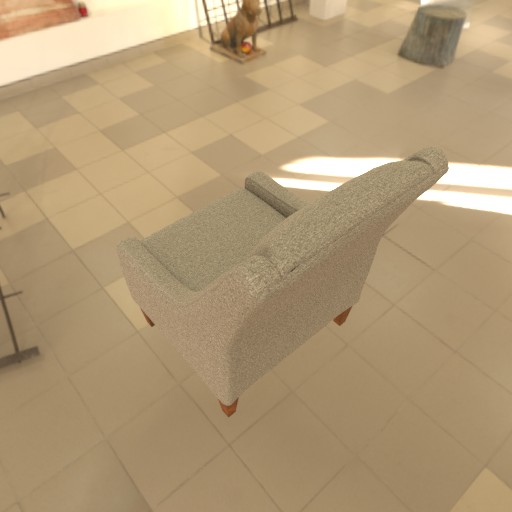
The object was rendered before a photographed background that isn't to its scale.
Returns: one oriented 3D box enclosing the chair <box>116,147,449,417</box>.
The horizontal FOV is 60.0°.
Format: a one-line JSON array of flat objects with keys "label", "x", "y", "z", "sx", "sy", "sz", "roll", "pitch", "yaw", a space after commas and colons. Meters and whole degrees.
[{"label": "chair", "x": 0.000, "y": 0.000, "z": 1.676, "sx": 0.774, "sy": 1.016, "sz": 0.870, "roll": -32, "pitch": 55, "yaw": -27}]
